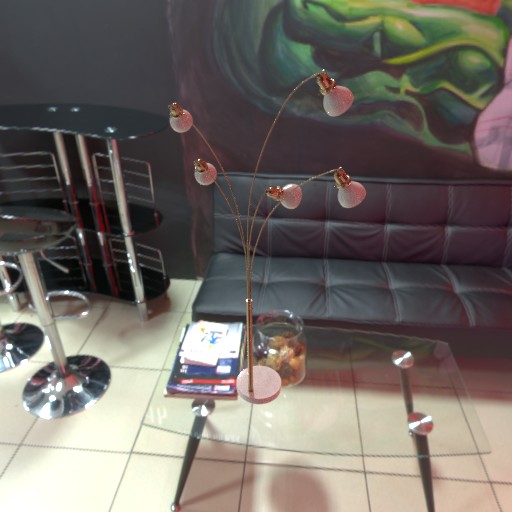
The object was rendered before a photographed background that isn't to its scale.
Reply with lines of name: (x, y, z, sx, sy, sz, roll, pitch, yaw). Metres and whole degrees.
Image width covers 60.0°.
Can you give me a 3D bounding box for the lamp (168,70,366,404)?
lamp: (0.000, 0.000, 2.985, 1.405, 2.423, 0.361, 21, 36, 32)
